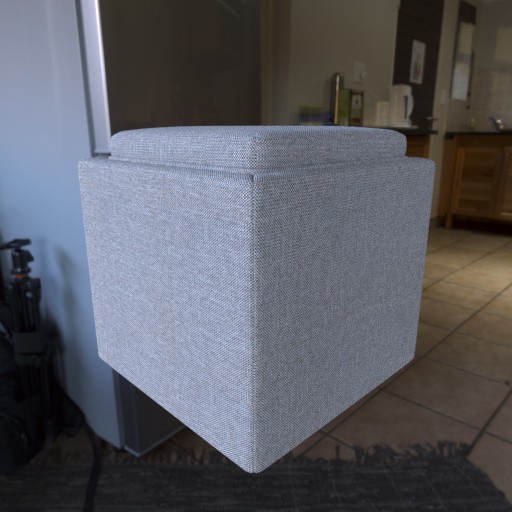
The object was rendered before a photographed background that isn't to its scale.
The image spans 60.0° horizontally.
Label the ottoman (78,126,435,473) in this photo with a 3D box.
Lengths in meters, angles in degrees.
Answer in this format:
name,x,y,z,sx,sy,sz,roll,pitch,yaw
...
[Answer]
name,x,y,z,sx,sy,sz,roll,pitch,yaw
ottoman,0.000,0.000,0.816,0.450,0.460,0.450,-15,22,-42
